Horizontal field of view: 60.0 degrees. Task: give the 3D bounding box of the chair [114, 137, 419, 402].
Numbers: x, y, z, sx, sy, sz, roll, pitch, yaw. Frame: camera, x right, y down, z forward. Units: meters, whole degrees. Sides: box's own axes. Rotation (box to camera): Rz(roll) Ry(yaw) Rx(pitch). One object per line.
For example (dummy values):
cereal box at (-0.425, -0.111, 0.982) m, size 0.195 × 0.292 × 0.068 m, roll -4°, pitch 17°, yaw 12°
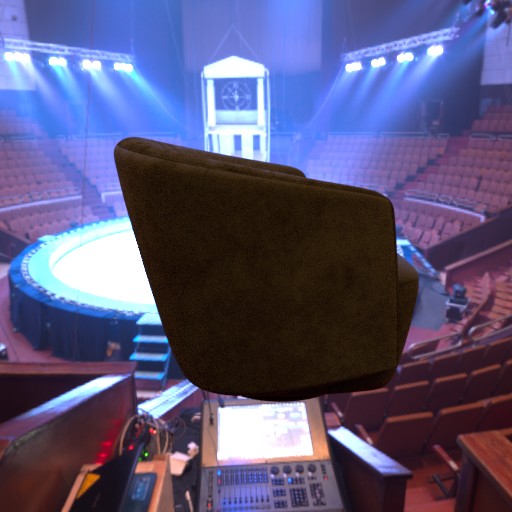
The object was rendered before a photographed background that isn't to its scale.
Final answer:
chair at (0.000, 0.000, 1.343) m, size 0.767 × 0.698 × 0.773 m, roll -2°, pitch 15°, yaw -9°
